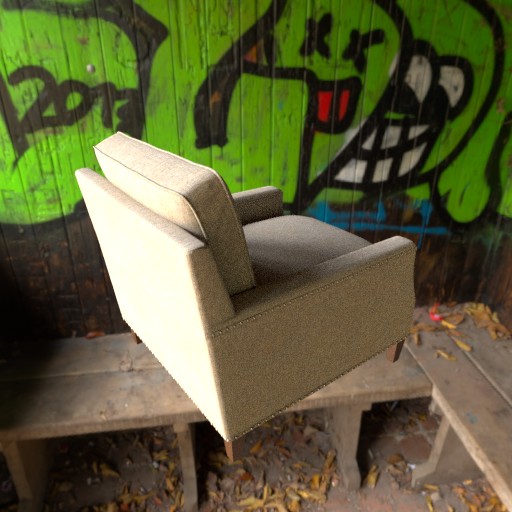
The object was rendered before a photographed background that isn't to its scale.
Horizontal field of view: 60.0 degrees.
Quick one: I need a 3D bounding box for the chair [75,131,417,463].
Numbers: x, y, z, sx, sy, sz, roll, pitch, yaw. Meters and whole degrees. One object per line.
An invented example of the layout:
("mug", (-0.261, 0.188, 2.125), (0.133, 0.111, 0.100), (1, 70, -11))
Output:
("chair", (0.000, 0.000, 1.718), (1.014, 0.943, 0.853), (-18, 32, -32))
